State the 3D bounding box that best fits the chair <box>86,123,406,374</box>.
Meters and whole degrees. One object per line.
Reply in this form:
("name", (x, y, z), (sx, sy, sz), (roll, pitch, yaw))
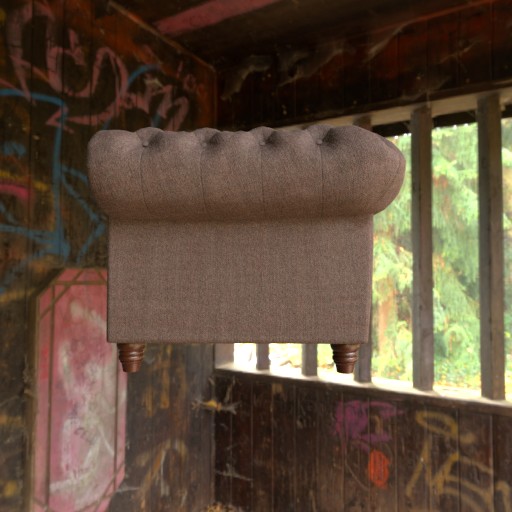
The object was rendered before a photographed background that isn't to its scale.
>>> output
("chair", (0.000, 0.000, 1.860), (0.945, 0.780, 1.298), (0, -2, 2))
